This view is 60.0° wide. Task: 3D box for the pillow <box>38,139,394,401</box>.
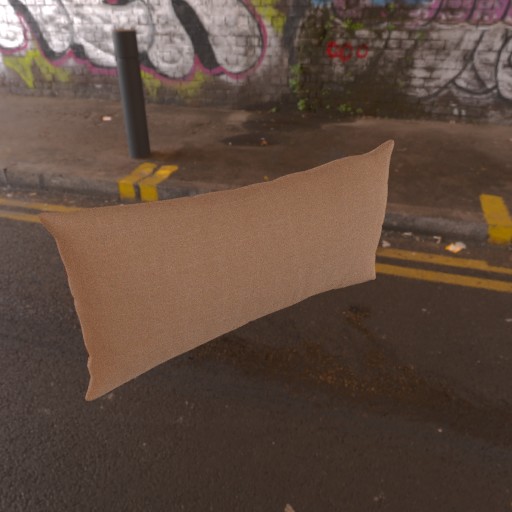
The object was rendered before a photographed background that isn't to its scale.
[{"bbox_3d":[0.000,0.000,0.733,0.612,0.308,0.148,-18,35,-28],"label":"pillow"}]
